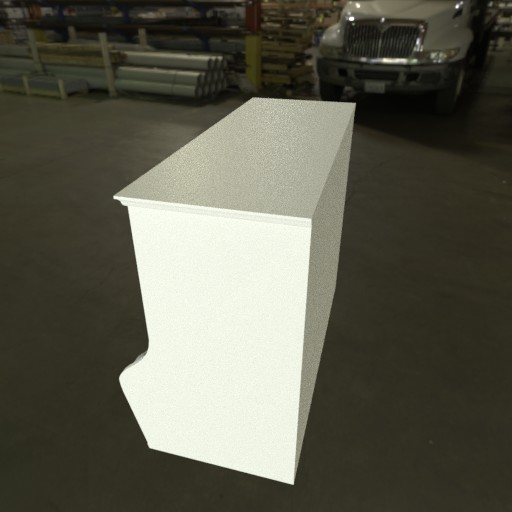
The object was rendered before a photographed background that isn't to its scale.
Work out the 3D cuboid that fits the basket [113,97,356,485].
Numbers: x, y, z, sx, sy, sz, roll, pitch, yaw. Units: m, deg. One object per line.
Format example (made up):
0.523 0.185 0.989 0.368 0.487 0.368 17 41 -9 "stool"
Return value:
0.000 0.000 1.140 0.376 0.625 0.792 8 31 13 "basket"
